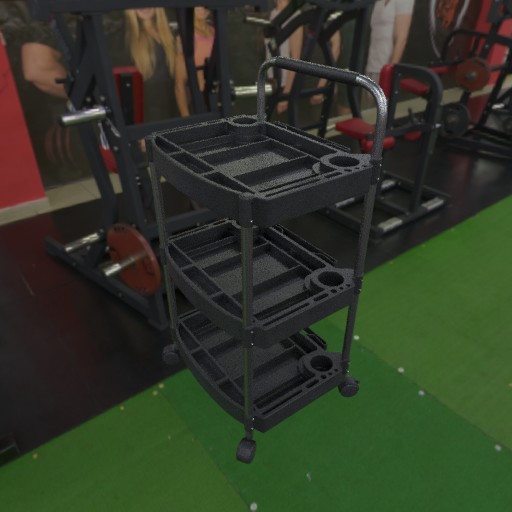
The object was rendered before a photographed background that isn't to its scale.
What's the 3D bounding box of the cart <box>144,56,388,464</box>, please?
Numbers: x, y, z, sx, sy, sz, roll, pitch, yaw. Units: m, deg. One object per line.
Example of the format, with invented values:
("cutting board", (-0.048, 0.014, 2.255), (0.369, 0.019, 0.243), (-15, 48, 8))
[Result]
("cart", (0.000, 0.000, 1.380), (0.518, 1.075, 0.584), (-21, 39, -30))
